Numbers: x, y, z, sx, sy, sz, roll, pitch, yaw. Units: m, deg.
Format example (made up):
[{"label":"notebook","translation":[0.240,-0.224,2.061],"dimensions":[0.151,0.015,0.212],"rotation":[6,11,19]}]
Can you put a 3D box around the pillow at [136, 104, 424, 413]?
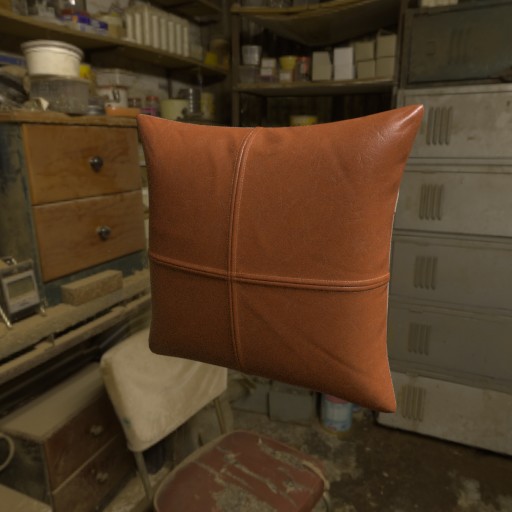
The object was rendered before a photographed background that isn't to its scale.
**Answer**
[{"label":"pillow","translation":[0.000,0.000,0.757],"dimensions":[0.501,0.477,0.192],"rotation":[7,16,25]}]
